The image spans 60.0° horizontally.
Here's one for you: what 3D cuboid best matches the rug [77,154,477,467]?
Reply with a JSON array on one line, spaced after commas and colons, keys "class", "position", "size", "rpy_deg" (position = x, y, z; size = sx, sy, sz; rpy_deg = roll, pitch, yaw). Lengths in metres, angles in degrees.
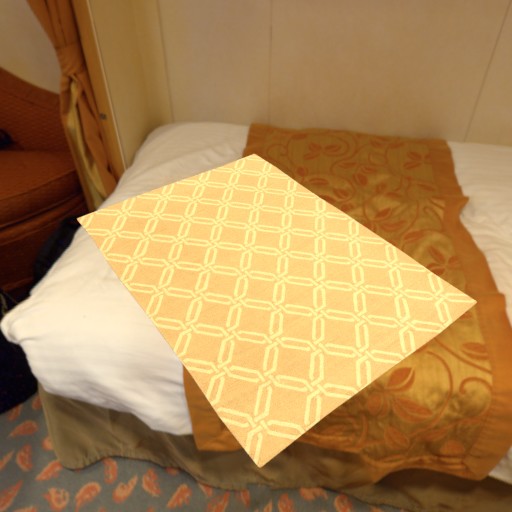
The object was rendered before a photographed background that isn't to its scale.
[{"class": "rug", "position": [0.000, 0.000, 4.399], "size": [2.452, 0.020, 3.365], "rpy_deg": [-26, 48, -26]}]
